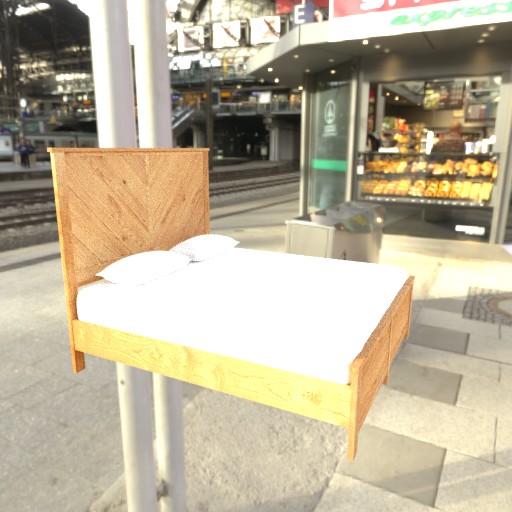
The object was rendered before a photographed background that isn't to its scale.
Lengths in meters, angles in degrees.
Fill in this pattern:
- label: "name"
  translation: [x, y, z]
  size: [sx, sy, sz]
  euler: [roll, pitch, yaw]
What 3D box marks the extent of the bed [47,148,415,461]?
- label: "bed"
  translation: [0.000, 0.000, 3.557]
  size: [2.201, 1.686, 1.936]
  euler: [7, 15, 27]
